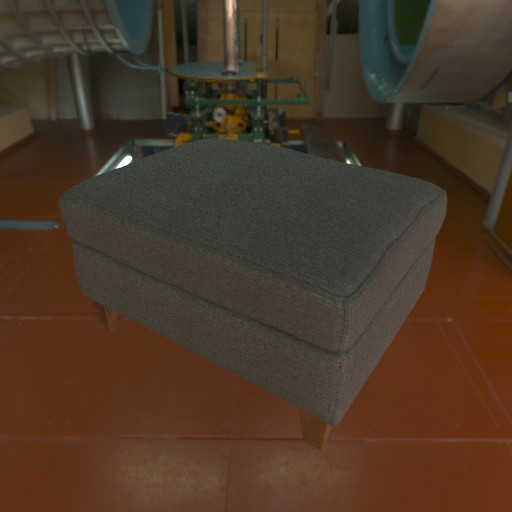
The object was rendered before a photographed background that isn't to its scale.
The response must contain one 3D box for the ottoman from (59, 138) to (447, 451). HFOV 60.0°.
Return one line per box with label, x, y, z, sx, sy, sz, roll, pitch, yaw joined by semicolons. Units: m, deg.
ottoman;0.000;0.000;1.231;0.826;0.496;0.639;19;36;29
